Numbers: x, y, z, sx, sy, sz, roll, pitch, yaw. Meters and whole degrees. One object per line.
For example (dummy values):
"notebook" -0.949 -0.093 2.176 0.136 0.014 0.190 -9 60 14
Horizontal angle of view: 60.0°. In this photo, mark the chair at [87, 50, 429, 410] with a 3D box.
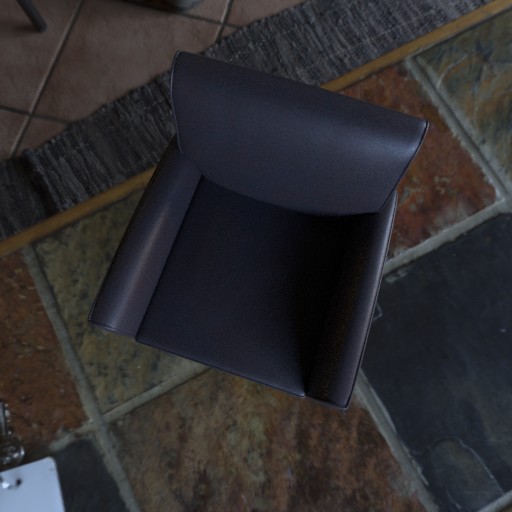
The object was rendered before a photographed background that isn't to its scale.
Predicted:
"chair" 0.000 0.000 1.561 0.820 0.916 0.819 18 76 4
